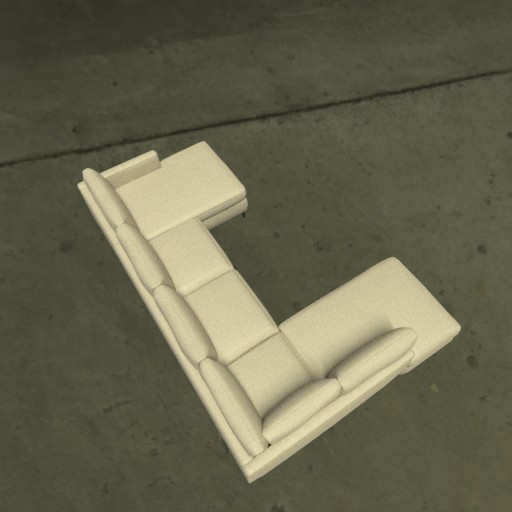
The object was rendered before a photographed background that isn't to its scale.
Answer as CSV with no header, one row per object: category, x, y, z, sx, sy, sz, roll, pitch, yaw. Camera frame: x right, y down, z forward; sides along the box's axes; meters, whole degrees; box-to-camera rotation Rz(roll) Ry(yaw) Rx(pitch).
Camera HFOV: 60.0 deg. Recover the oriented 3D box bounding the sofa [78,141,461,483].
sofa,0.000,0.000,3.589,1.879,0.756,2.737,-29,63,-17
